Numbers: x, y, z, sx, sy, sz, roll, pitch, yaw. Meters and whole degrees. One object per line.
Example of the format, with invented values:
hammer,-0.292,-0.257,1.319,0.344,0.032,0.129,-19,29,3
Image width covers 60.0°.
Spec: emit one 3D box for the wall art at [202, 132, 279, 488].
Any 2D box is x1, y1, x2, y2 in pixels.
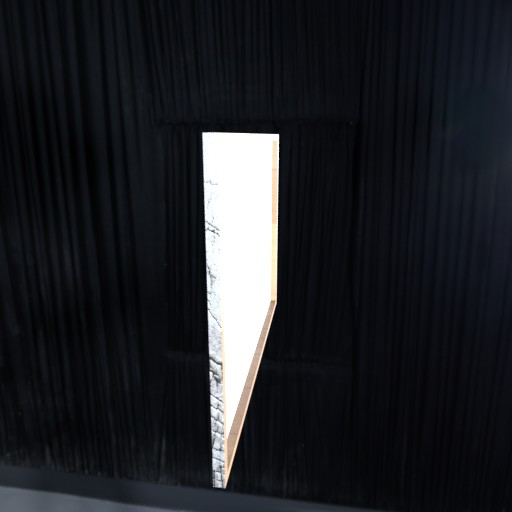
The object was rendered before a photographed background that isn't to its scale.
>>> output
wall art,0.000,0.000,1.144,0.023,0.607,0.914,2,15,8
